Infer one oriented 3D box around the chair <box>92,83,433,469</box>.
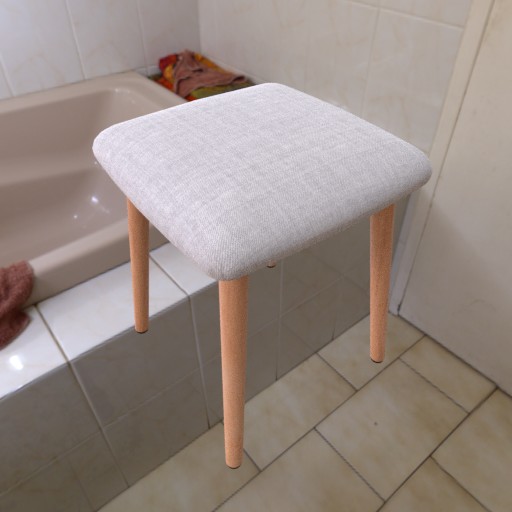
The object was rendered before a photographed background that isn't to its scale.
[{"bbox_3d":[0.000,0.000,0.704,0.350,0.440,0.350,-26,47,-27],"label":"chair"}]
